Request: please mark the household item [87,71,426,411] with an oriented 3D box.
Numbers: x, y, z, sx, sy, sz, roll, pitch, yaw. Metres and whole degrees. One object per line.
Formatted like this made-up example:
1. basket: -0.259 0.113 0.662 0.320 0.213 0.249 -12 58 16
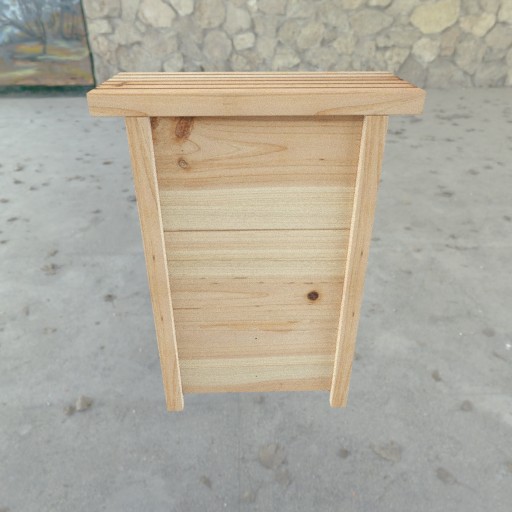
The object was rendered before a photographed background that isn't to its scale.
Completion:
1. household item: 0.000 0.000 0.547 0.301 0.407 0.123 -1 30 -1
